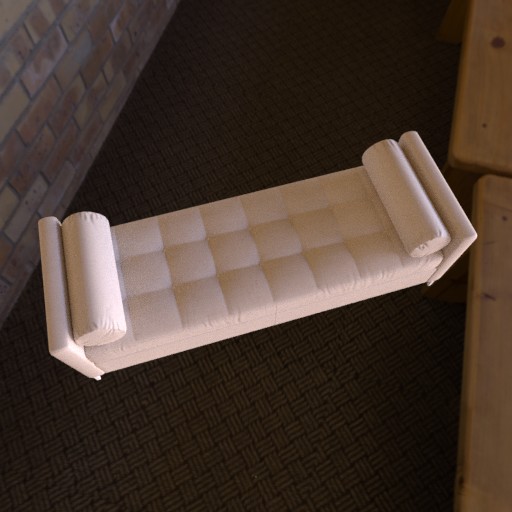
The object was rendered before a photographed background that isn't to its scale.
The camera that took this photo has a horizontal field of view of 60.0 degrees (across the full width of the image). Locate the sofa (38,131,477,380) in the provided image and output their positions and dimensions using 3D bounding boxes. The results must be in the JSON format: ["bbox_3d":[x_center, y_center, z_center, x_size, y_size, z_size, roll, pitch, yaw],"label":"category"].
[{"bbox_3d":[0.000,0.000,2.362,1.981,0.635,0.686,-15,64,-7],"label":"sofa"}]
